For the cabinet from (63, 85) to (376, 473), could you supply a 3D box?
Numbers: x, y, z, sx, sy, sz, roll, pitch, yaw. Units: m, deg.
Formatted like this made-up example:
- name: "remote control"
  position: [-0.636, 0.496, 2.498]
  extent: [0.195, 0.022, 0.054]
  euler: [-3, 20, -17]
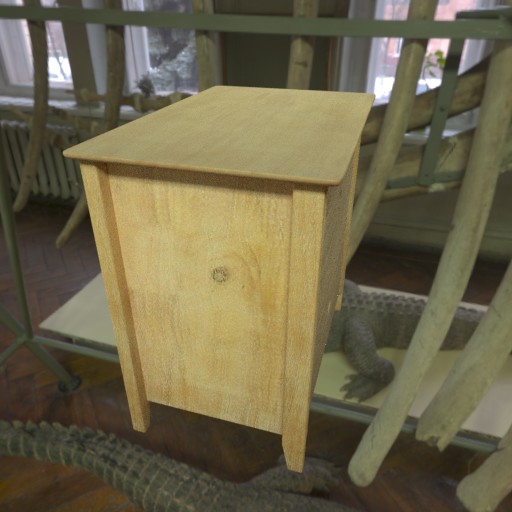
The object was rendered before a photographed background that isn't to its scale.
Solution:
- name: "cabinet"
  position: [0.000, 0.000, 1.234]
  extent: [0.503, 0.762, 0.763]
  euler: [9, 31, 15]
